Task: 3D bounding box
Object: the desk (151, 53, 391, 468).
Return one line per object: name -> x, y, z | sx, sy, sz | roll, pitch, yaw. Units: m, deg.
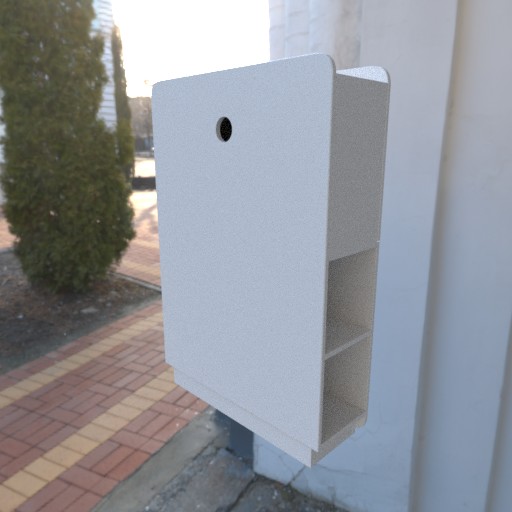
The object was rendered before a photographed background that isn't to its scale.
desk -> 0.000, 0.000, 1.553 | 0.795, 1.190, 0.278 | 14, 20, 43
